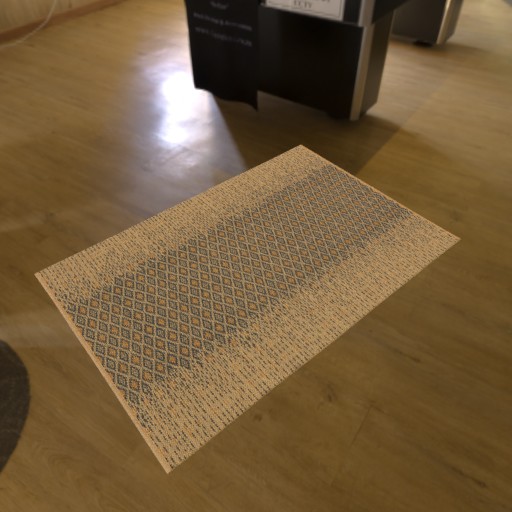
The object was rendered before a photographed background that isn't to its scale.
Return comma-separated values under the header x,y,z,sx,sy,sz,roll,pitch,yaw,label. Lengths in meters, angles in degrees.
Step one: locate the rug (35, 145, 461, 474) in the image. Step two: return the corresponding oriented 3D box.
x,y,z,sx,sy,sz,roll,pitch,yaw,label
0.000,0.000,2.271,1.828,0.005,1.219,-31,53,-27,rug
